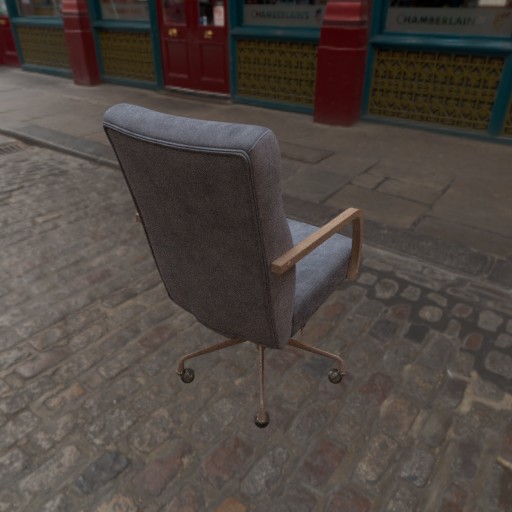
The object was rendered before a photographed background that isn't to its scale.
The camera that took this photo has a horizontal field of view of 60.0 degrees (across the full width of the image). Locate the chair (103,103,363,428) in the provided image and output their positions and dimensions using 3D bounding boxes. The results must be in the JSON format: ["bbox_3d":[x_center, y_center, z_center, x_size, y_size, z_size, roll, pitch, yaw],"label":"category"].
[{"bbox_3d":[0.000,0.000,1.496,0.640,1.029,0.741,20,35,31],"label":"chair"}]
